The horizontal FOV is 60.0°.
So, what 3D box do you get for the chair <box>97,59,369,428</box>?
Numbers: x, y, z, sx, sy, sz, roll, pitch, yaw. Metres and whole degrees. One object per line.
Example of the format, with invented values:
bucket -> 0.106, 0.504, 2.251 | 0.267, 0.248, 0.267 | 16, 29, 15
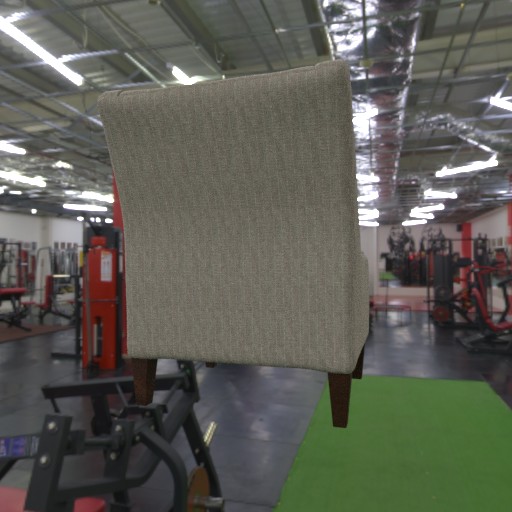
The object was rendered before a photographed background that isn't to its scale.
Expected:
chair -> 0.000, 0.000, 1.628 | 0.774, 1.014, 0.870 | 0, -1, 18
